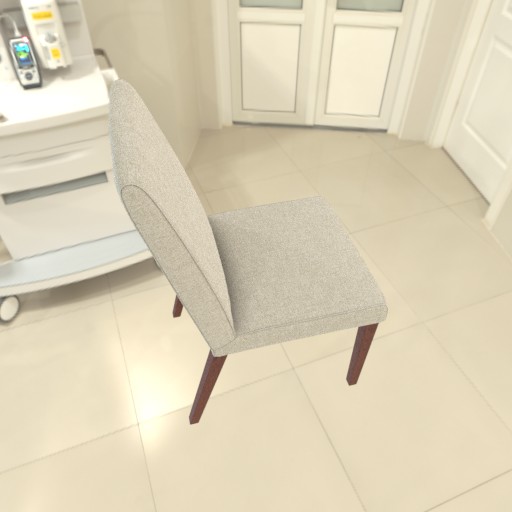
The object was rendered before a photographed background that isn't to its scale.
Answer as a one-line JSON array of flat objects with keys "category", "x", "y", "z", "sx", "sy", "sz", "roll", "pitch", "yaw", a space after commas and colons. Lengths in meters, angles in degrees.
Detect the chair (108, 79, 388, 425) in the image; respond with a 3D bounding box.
[{"category": "chair", "x": 0.000, "y": 0.000, "z": 1.221, "sx": 0.594, "sy": 0.900, "sz": 0.480, "roll": -10, "pitch": 46, "yaw": -10}]
